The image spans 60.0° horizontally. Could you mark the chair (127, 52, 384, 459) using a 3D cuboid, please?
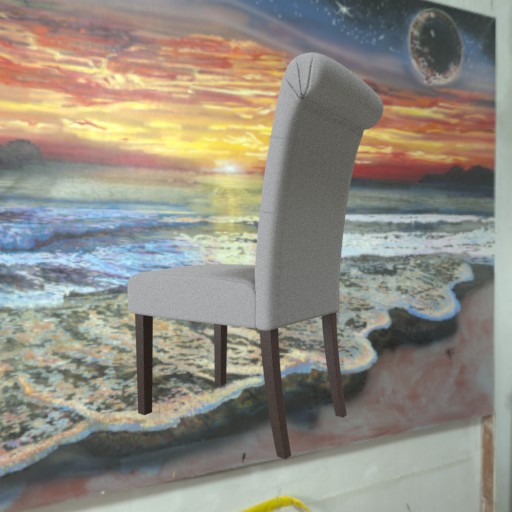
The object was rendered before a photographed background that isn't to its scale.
[{"bbox_3d":[0.000,0.000,1.376,0.671,1.006,0.456,1,2,36],"label":"chair"}]
